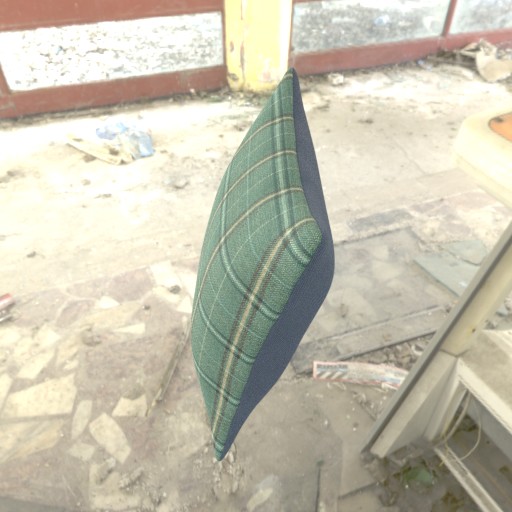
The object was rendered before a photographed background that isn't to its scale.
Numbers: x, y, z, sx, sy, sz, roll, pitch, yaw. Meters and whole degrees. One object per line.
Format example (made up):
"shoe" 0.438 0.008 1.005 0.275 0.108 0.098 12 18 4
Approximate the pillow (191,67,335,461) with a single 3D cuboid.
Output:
"pillow" 0.000 0.000 0.690 0.200 0.430 0.453 0 41 0
